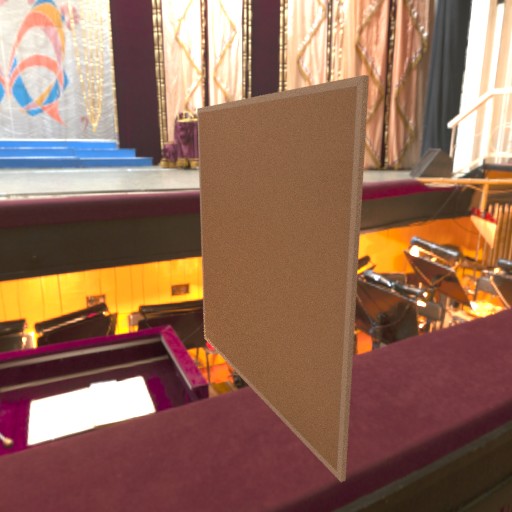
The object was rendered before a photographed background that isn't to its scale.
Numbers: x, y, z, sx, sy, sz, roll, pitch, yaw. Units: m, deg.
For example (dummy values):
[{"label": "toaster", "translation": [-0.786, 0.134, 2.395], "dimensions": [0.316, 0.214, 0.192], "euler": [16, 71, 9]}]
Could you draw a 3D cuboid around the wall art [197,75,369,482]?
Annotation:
[{"label": "wall art", "translation": [0.000, 0.000, 1.194], "dimensions": [0.012, 0.809, 0.809], "euler": [-7, 16, -26]}]
